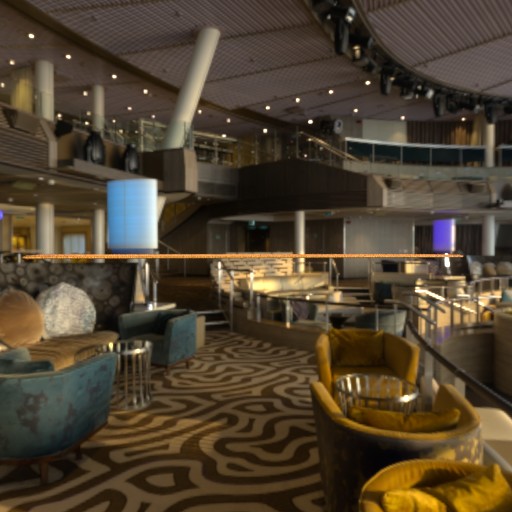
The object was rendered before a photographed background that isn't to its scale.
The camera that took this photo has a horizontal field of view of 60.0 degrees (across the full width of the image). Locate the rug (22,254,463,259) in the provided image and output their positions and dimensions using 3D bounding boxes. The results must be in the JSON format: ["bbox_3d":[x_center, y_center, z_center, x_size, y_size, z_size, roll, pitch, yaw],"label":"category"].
[{"bbox_3d":[0.000,0.000,2.017,1.820,0.013,0.556,0,0,-18],"label":"rug"}]
